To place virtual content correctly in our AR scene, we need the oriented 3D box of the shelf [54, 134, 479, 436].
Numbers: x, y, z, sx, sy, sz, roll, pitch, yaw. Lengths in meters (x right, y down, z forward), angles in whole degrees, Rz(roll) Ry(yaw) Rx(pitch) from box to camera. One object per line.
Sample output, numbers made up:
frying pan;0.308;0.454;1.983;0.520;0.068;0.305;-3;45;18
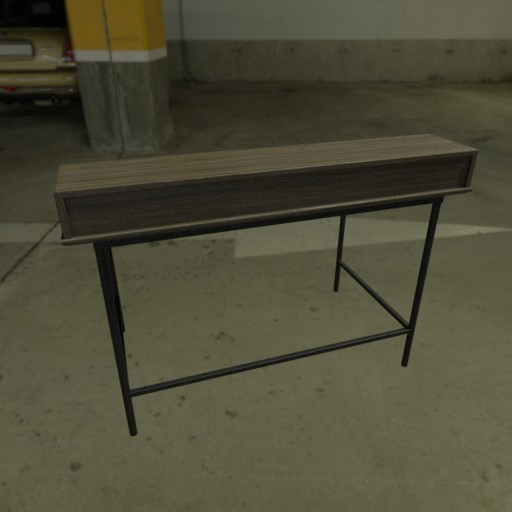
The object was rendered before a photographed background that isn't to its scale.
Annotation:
shelf;0.000;0.000;1.659;1.212;0.865;0.685;-9;29;-16
